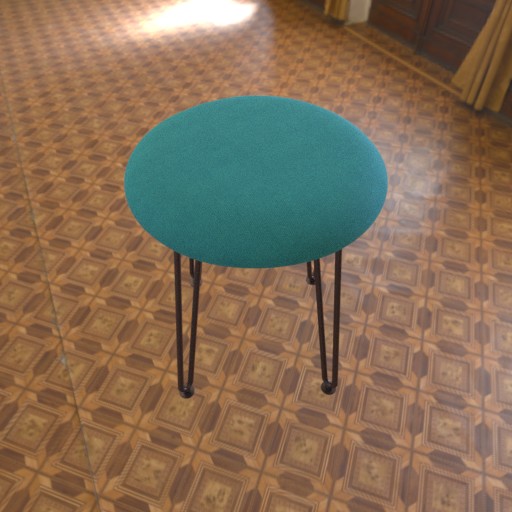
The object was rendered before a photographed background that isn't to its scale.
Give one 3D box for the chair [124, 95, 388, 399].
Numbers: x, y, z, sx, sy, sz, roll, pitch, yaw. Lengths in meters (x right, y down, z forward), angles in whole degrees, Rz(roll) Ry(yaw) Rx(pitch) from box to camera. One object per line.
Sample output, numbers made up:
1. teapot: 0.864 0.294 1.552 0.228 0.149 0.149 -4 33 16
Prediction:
1. chair: 0.000 0.000 0.725 0.350 0.430 0.350 -10 47 -9
